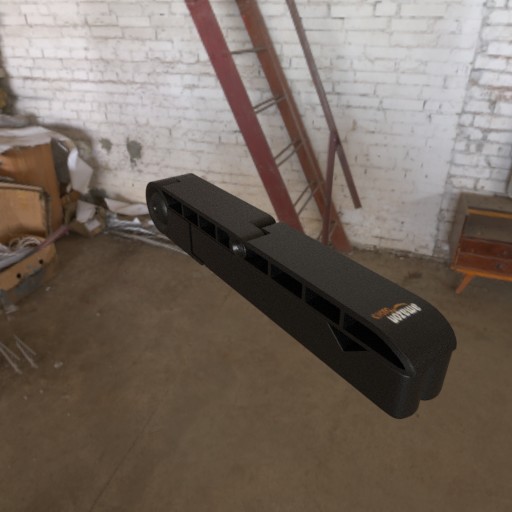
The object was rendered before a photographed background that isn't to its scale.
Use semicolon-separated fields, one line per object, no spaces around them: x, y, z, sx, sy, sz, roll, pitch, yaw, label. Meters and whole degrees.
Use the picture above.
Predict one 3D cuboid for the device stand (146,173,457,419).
0.000;0.000;0.195;0.026;0.030;0.179;-20;35;-31;device stand
